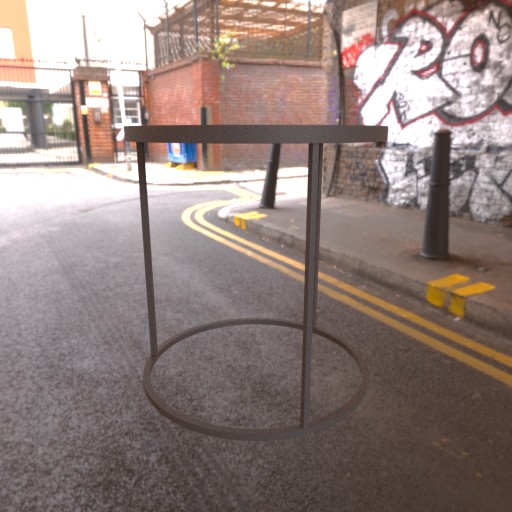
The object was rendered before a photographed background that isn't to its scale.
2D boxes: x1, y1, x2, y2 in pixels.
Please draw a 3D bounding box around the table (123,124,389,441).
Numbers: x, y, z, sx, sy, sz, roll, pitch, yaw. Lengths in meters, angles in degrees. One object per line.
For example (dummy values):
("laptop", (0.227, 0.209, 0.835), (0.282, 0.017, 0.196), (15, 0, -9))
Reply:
("table", (0.000, 0.000, 0.884), (0.470, 0.498, 0.470), (0, 16, 0))
